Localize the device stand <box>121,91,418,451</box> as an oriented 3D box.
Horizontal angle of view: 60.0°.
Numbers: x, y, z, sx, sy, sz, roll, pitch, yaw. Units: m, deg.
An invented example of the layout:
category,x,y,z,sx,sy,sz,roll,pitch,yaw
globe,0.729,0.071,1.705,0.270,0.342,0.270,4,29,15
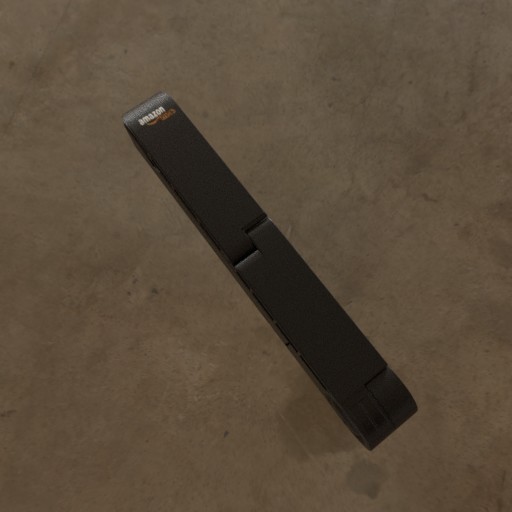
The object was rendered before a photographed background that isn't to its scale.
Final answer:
category,x,y,z,sx,sy,sz,roll,pitch,yaw
device stand,0.000,0.000,0.194,0.026,0.030,0.179,-36,77,-9
